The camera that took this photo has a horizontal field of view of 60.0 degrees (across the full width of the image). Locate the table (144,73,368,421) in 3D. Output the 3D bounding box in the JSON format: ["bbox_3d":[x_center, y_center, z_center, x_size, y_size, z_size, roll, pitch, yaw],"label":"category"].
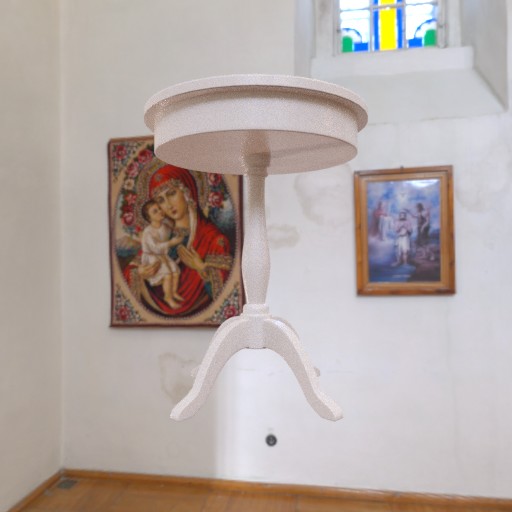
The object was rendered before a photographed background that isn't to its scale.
[{"bbox_3d":[0.000,0.000,1.046,0.513,0.653,0.513,0,0,0],"label":"table"}]
